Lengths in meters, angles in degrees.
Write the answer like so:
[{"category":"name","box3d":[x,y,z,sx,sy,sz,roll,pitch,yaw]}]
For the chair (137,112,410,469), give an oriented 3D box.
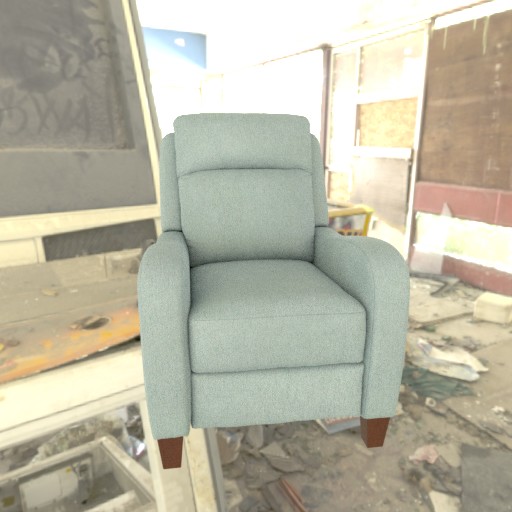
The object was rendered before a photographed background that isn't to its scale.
[{"category":"chair","box3d":[0.000,0.000,1.670,0.785,1.067,0.988,-2,15,-8]}]
